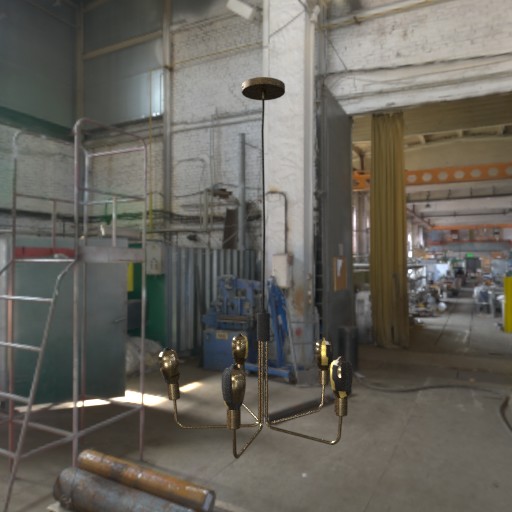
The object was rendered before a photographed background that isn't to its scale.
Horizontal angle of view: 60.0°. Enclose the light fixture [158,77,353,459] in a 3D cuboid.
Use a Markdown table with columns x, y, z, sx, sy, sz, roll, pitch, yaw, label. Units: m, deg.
| x | y | z | sx | sy | sz | roll | pitch | yaw | label |
| --- | --- | --- | --- | --- | --- | --- | --- | --- | --- |
| 0.000 | 0.000 | 1.392 | 0.588 | 1.059 | 0.532 | 0 | -1 | -18 | light fixture |
